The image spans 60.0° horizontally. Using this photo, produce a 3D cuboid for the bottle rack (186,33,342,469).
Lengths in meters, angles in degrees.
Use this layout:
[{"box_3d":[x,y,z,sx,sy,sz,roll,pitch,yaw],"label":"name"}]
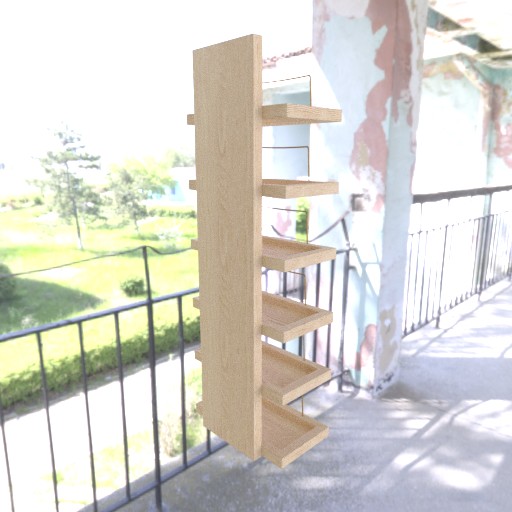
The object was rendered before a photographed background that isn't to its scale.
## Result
[{"box_3d":[0.000,0.000,1.095,0.206,0.943,0.330,-12,18,-43],"label":"bottle rack"}]
